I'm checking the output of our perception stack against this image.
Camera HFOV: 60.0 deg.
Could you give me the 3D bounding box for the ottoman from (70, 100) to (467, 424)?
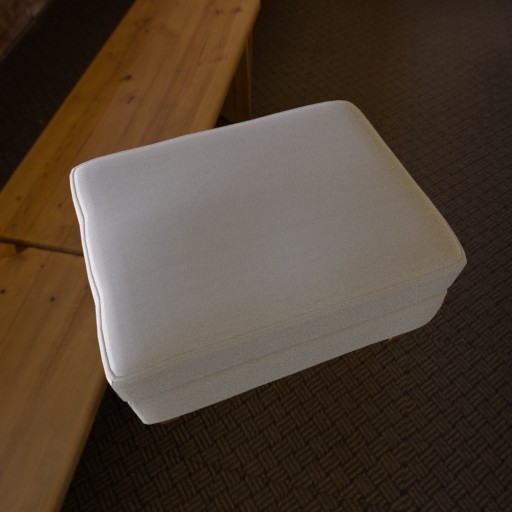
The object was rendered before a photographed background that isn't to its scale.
[{"bbox_3d":[0.000,0.000,1.215,0.818,0.496,0.634,-17,58,-11],"label":"ottoman"}]
